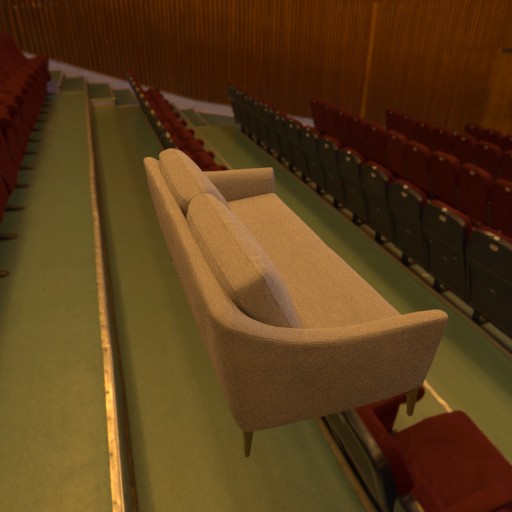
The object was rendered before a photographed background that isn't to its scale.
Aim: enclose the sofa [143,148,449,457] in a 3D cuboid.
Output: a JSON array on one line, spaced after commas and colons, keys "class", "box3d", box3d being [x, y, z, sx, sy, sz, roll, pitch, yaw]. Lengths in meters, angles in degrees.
[{"class": "sofa", "box3d": [0.000, 0.000, 2.569, 0.980, 0.913, 2.036, -10, 31, -17]}]
